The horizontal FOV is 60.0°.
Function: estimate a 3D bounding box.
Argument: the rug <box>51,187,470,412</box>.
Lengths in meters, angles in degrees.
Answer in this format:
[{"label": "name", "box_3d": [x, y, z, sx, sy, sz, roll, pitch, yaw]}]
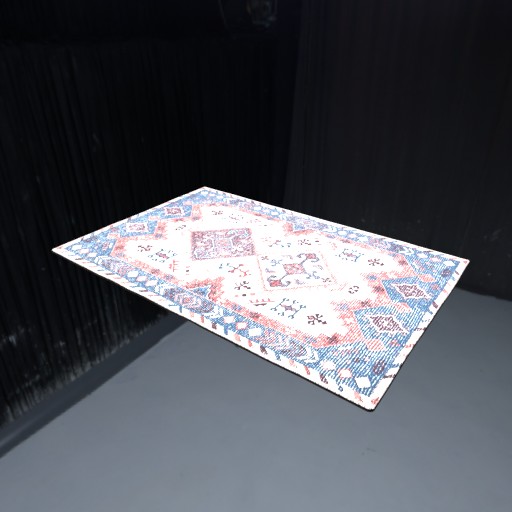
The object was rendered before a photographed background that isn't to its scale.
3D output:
[{"label": "rug", "box_3d": [0.000, 0.000, 2.321, 1.840, 0.015, 1.225, 20, 35, 31]}]
